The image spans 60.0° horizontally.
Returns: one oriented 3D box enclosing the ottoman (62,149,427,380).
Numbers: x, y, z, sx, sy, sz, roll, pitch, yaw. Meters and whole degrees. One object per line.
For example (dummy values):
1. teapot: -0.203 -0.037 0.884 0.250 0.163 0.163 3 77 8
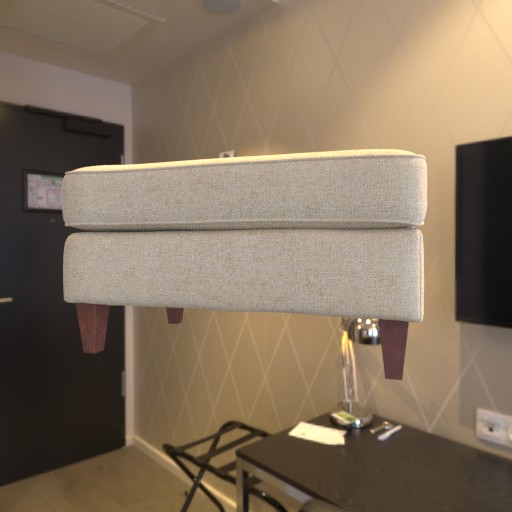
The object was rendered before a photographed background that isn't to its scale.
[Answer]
1. ottoman: 0.000 0.000 1.228 0.862 0.484 0.583 0 1 18
